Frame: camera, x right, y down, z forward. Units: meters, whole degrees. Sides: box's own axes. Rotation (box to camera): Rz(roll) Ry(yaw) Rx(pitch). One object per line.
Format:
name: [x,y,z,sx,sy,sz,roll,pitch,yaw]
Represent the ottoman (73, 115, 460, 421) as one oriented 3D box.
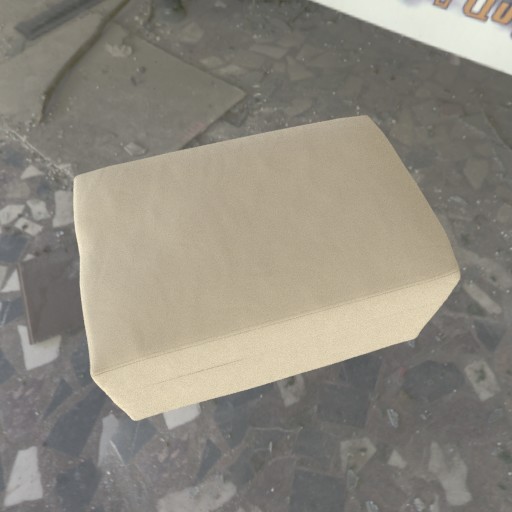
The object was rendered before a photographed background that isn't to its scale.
ottoman: [0.000,0.000,1.224,0.872,0.444,0.590,-14,59,-9]
